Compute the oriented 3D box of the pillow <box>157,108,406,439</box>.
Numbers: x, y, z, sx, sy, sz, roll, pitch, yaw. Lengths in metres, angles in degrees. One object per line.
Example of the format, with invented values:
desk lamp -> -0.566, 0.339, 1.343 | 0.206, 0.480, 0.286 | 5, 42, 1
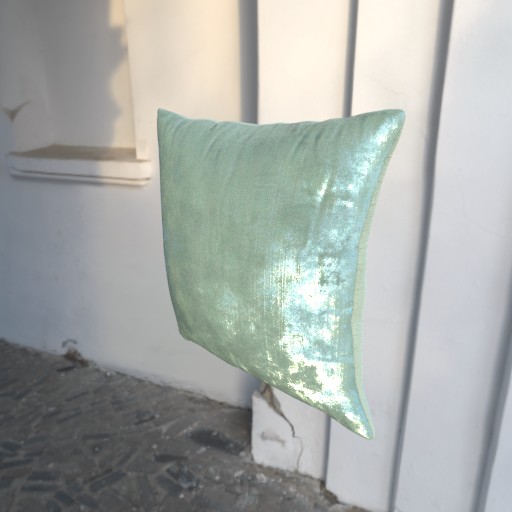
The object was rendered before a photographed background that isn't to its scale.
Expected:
pillow -> 0.000, 0.000, 0.727 | 0.470, 0.464, 0.175 | 16, 24, 40
